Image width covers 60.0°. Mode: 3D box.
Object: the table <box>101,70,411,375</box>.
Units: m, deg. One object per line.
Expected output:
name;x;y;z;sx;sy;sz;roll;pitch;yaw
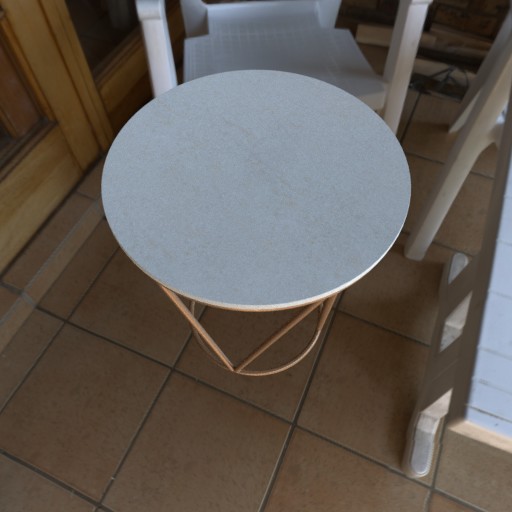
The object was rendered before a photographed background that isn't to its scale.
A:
table;0.000;0.000;0.966;0.500;0.564;0.500;0;59;0
